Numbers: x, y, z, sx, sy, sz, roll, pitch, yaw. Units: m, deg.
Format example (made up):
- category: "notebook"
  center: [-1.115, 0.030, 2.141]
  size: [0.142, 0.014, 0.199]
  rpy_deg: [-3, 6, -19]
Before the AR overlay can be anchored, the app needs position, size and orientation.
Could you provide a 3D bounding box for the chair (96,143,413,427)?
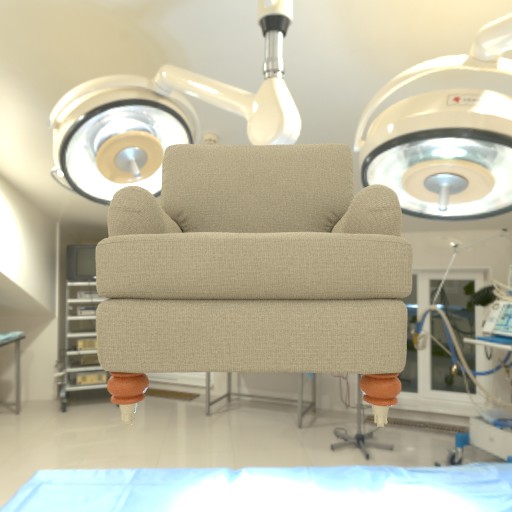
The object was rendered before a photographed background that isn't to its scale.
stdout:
- category: "chair"
  center: [0.000, 0.000, 1.744]
  size: [0.955, 1.038, 1.070]
  rpy_deg: [0, -2, 1]
